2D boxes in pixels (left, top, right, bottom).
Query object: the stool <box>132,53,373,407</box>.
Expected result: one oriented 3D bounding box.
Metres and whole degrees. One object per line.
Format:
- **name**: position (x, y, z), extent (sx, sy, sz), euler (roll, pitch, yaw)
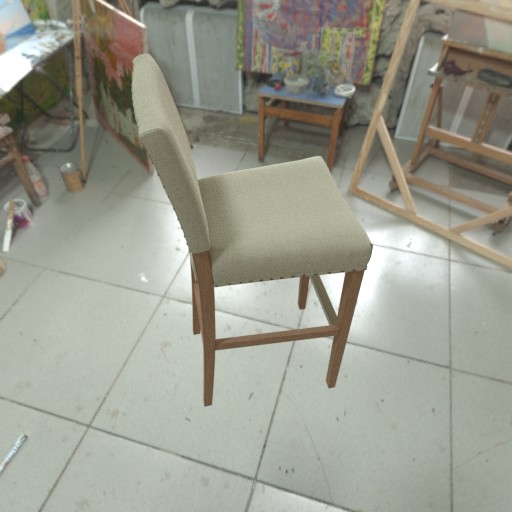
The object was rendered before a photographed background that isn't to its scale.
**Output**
- **stool**: position (0.000, 0.000, 1.391), extent (0.546, 1.143, 0.428), euler (-9, 46, -9)
